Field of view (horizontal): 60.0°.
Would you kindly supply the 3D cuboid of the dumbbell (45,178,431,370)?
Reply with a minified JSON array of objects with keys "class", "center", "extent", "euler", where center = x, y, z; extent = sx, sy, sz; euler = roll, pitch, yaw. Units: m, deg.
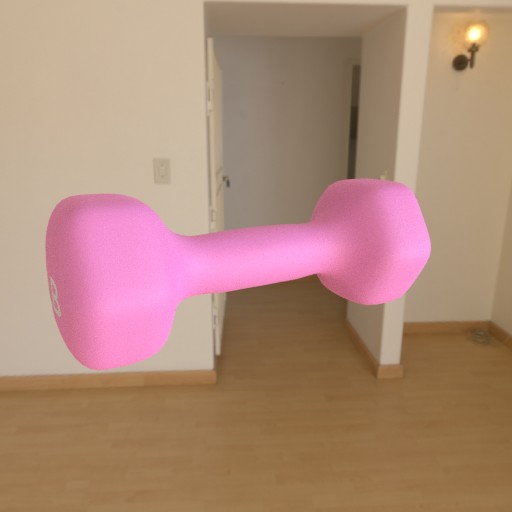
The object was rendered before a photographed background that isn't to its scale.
[{"class":"dumbbell","center":[0.000,0.000,0.186],"extent":[0.159,0.058,0.064],"euler":[-8,17,-28]}]
